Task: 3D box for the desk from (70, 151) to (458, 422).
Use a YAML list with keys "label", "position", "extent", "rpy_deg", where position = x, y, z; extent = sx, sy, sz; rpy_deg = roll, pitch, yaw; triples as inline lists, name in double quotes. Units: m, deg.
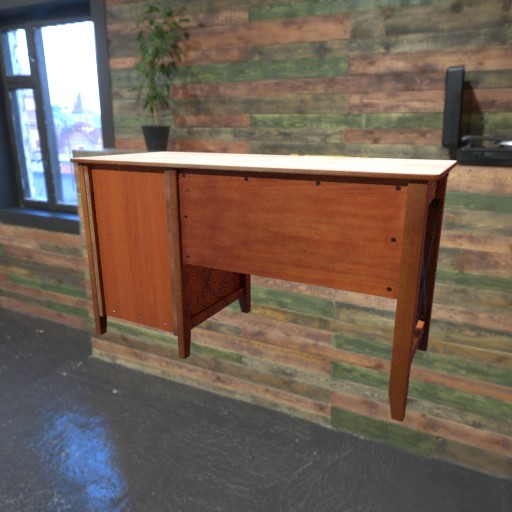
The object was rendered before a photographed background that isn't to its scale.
- label: "desk"
  position: [0.000, 0.000, 1.770]
  extent: [1.353, 0.756, 0.574]
  rpy_deg: [8, 18, 27]
